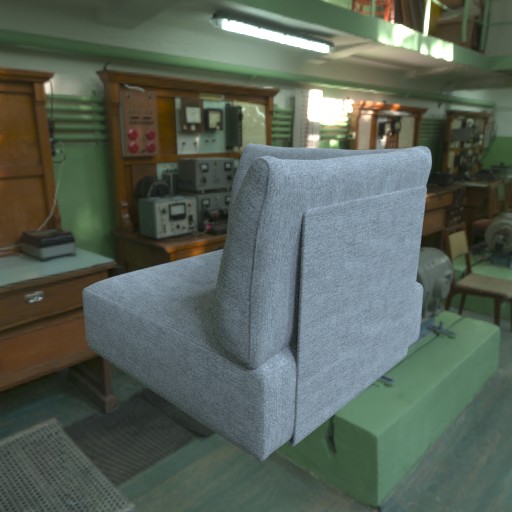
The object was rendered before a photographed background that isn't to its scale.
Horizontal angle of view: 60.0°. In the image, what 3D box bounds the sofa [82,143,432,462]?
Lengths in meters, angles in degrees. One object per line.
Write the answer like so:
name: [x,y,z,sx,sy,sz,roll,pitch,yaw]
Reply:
sofa: [0.000,0.000,1.703,1.000,0.820,1.000,14,21,41]
